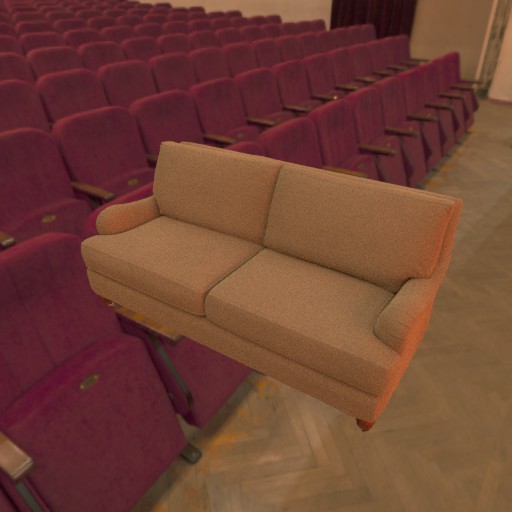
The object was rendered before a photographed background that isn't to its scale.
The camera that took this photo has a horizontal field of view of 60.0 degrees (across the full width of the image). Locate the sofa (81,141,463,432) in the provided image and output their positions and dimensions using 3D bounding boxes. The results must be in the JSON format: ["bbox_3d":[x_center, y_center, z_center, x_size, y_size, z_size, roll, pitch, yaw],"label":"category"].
[{"bbox_3d":[0.000,0.000,2.707,2.070,0.997,1.091,19,35,28],"label":"sofa"}]
